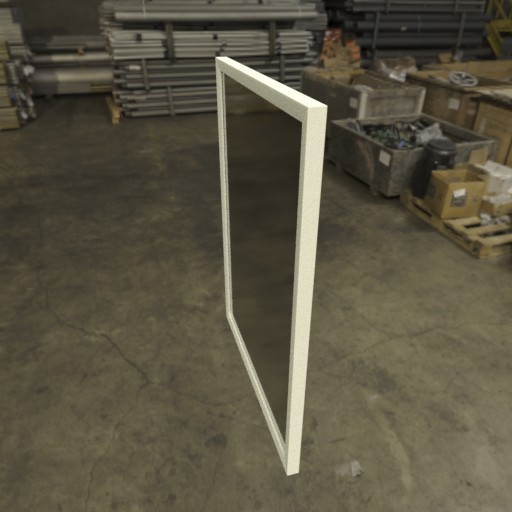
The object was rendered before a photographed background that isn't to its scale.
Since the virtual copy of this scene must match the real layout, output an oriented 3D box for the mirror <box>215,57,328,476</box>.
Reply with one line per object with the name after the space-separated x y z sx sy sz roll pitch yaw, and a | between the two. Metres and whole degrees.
0.000 0.000 1.326 0.040 1.016 0.762 -8 31 -14 | mirror
